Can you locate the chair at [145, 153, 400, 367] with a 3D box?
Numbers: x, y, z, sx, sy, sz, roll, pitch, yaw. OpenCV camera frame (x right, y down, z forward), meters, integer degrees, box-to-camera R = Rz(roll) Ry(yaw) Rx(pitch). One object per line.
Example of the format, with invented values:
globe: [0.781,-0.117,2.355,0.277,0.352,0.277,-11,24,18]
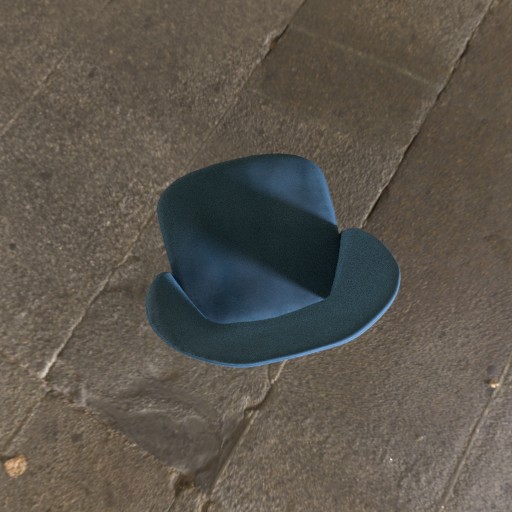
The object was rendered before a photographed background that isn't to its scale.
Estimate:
chair: [0.000,0.000,1.213,0.527,0.860,0.577,-13,76,-3]
